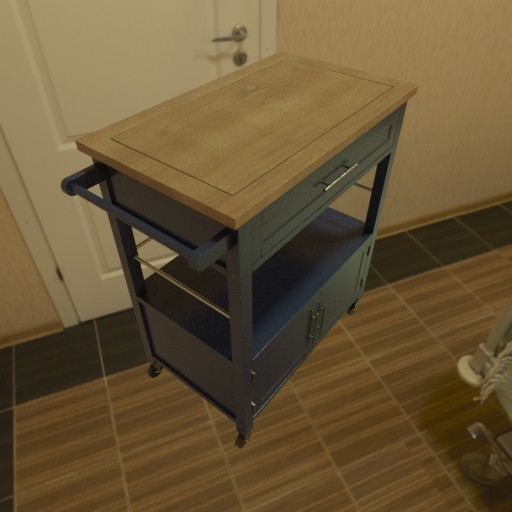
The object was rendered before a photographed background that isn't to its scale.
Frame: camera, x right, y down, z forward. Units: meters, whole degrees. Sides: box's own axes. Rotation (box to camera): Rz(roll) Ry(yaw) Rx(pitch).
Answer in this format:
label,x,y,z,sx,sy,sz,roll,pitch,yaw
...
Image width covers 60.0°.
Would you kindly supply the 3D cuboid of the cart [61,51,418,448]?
label,x,y,z,sx,sy,sz,roll,pitch,yaw
cart,0.000,0.000,1.355,0.459,0.901,0.840,28,49,28
